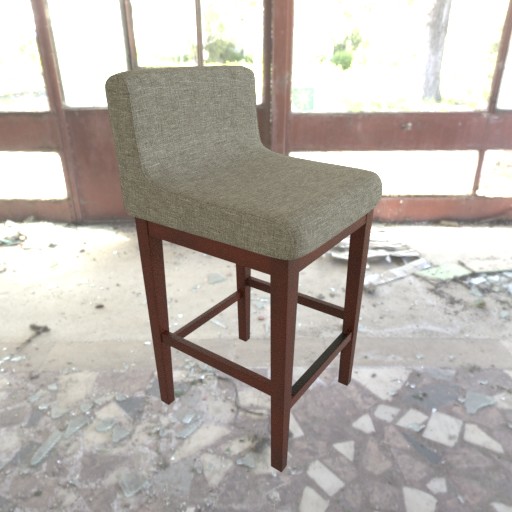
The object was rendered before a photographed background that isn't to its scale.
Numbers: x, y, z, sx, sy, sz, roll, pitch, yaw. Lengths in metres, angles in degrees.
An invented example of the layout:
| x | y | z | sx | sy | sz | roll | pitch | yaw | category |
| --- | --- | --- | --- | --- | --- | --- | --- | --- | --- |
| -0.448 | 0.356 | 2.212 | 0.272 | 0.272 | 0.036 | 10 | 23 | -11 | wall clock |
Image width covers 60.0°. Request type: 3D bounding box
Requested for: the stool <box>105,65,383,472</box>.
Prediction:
| x | y | z | sx | sy | sz | roll | pitch | yaw | category |
| --- | --- | --- | --- | --- | --- | --- | --- | --- | --- |
| 0.000 | 0.000 | 1.072 | 0.459 | 0.835 | 0.417 | 17 | 30 | 32 | stool |
